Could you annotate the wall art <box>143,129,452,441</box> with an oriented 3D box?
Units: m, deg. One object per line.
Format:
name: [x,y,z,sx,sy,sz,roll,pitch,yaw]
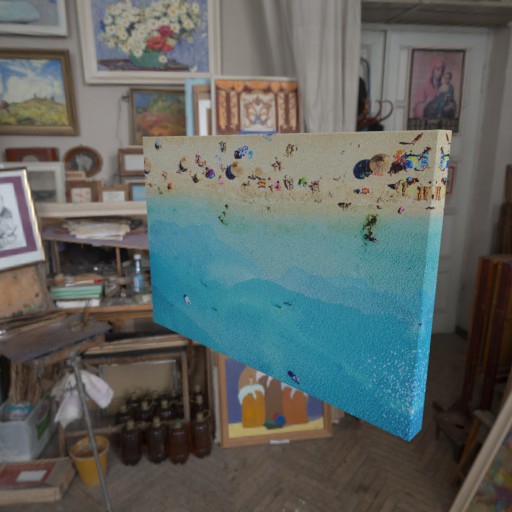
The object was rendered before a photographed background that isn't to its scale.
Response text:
wall art: [0.000,0.000,0.767,0.609,0.406,0.039,13,19,42]
